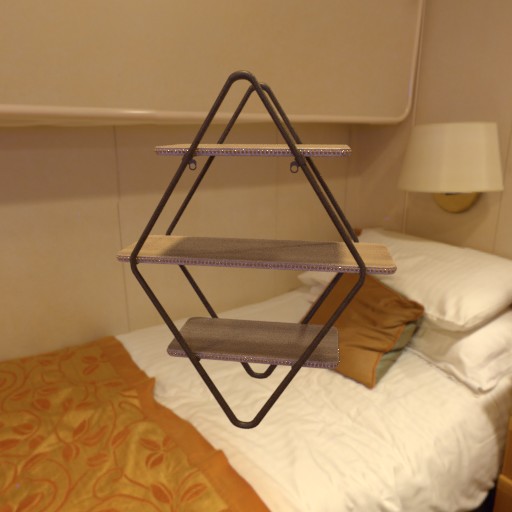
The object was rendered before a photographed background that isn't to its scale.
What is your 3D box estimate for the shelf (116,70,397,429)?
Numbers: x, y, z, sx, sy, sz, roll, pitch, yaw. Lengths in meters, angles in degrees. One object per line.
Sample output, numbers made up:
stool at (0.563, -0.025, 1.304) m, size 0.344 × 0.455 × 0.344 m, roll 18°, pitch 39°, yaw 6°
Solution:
shelf at (0.000, 0.000, 1.027) m, size 0.609 × 0.774 × 0.234 m, roll 2°, pitch 16°, yaw 9°
